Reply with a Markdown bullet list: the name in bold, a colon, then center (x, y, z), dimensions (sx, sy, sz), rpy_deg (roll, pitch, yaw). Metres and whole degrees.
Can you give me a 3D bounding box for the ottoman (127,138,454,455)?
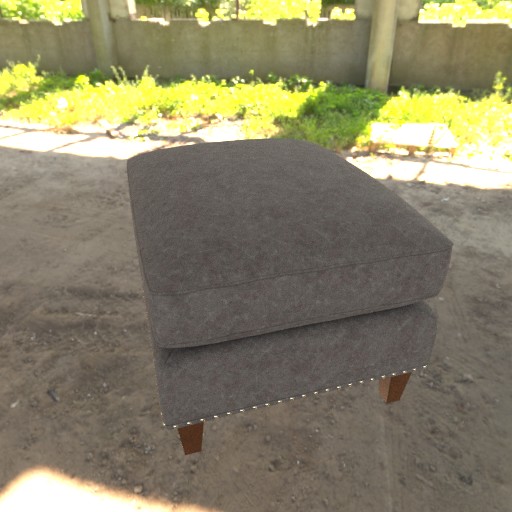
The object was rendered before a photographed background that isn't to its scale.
- **ottoman**: center (0.000, 0.000, 1.144), dimensions (0.584, 0.513, 0.741), rpy_deg (-8, 31, -15)
